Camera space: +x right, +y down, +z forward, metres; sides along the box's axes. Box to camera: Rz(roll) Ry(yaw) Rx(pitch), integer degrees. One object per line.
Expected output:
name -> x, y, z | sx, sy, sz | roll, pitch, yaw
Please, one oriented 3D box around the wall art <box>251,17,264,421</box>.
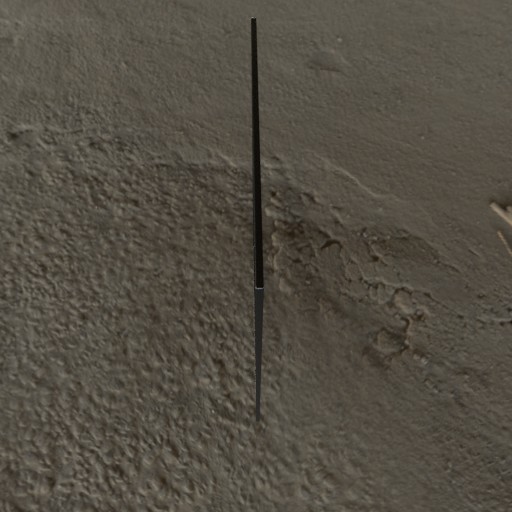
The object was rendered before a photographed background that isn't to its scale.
wall art -> 0.000, 0.000, 1.257 | 0.013, 0.967, 0.707 | -1, 58, 0
